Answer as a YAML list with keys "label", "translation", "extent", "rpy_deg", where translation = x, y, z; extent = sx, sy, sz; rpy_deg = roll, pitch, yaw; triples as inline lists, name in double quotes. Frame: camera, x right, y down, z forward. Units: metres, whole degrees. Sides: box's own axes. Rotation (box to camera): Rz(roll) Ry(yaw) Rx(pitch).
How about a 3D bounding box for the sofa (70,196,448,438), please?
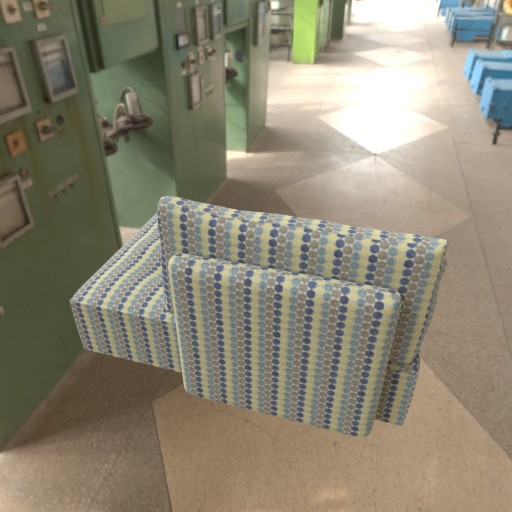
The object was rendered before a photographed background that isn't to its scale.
- label: "sofa"
  translation: [0.000, 0.000, 1.966]
  extent: [1.450, 0.820, 1.000]
  rpy_deg: [9, 35, 14]
